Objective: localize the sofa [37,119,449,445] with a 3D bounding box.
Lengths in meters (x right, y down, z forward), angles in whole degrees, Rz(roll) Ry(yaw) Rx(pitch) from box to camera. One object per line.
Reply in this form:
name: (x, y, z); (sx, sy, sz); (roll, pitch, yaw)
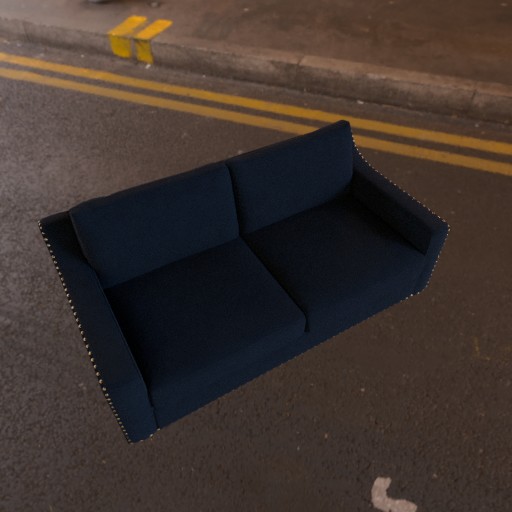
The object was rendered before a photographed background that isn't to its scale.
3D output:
sofa: (0.000, 0.000, 2.668); (2.107, 0.983, 1.104); (-23, 50, -21)
